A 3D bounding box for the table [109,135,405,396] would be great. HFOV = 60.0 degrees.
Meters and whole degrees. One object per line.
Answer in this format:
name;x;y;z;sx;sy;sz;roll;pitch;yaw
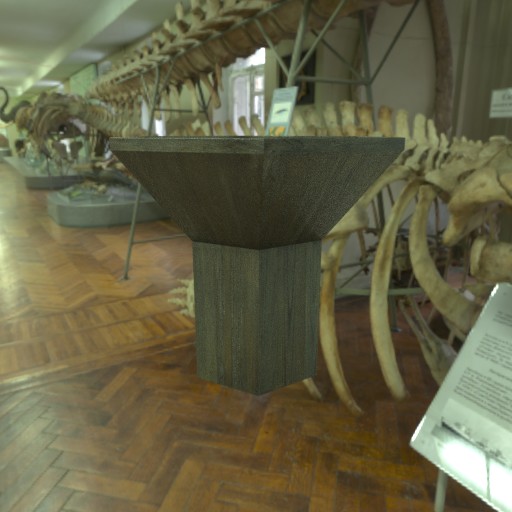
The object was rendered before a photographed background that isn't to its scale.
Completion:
table;0.000;0.000;1.128;0.683;0.586;0.592;8;18;27
